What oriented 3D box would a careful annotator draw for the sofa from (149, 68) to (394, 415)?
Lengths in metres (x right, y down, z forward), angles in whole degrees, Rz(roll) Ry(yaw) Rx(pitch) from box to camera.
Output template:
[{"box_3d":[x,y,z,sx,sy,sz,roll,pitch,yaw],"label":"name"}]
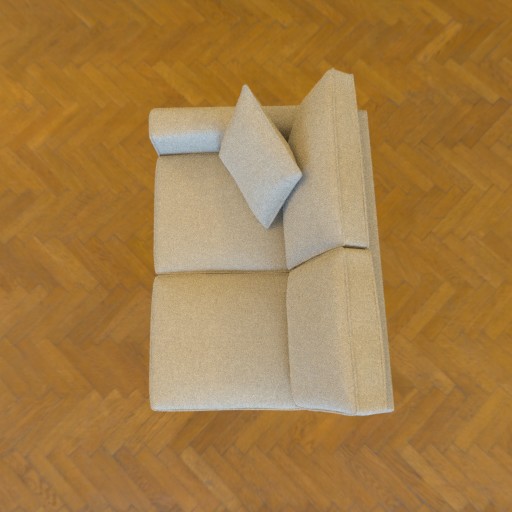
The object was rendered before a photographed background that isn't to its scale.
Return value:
[{"box_3d":[0.000,0.000,2.082,0.991,0.989,1.388,-2,78,0],"label":"sofa"}]
